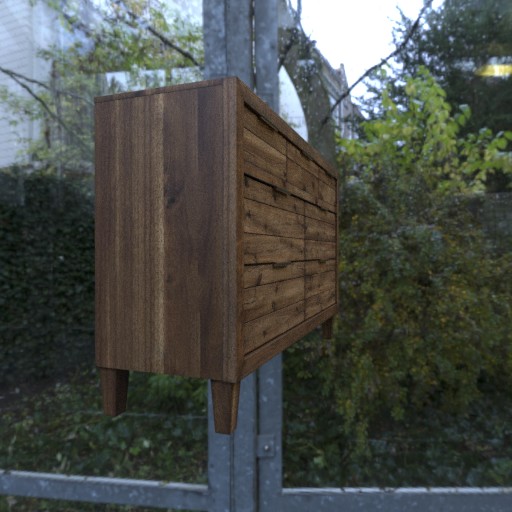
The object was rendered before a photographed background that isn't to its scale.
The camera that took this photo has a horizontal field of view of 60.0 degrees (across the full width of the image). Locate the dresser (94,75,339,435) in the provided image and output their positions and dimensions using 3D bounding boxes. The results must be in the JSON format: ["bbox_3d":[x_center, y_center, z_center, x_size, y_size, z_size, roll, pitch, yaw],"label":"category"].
[{"bbox_3d":[0.000,0.000,1.806,0.438,0.892,1.387,0,1,21],"label":"dresser"}]
